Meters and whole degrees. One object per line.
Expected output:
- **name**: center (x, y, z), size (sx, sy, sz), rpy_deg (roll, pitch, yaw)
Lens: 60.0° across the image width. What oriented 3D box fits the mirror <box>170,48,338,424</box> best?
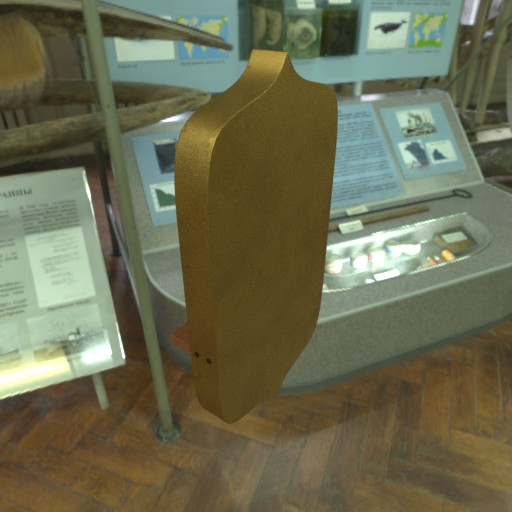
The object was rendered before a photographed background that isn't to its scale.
- **mirror**: center (0.000, 0.000, 0.719), size (0.096, 0.613, 0.323), rpy_deg (21, 37, 30)
